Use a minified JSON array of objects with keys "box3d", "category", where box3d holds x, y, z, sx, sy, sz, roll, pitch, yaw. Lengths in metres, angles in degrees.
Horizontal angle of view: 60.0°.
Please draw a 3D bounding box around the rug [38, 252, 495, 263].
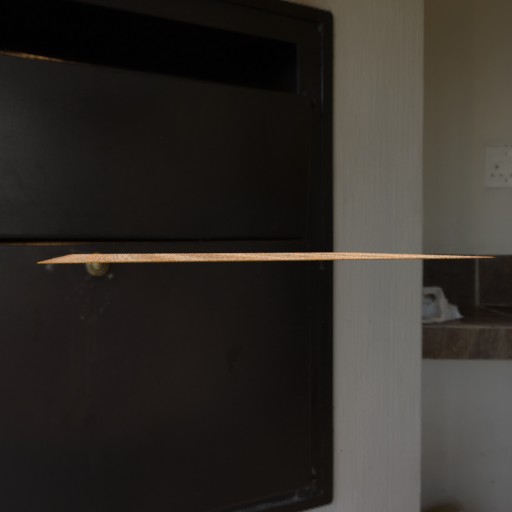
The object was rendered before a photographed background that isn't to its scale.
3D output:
[{"box3d":[0.000,0.000,2.856,2.336,0.007,1.525,0,1,-18],"category":"rug"}]
